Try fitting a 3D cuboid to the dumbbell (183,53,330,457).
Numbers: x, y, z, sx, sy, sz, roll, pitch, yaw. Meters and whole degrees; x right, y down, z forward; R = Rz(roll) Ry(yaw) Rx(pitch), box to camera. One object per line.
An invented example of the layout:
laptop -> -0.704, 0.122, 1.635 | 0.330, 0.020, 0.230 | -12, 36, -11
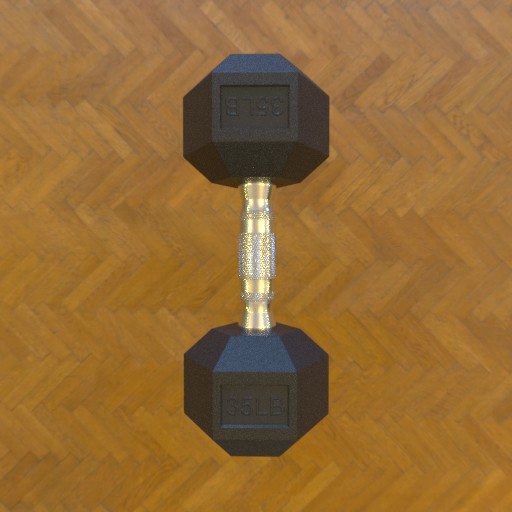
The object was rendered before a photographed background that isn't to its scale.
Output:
dumbbell -> 0.000, 0.000, 0.429 | 0.141, 0.123, 0.356 | 0, 91, 1
